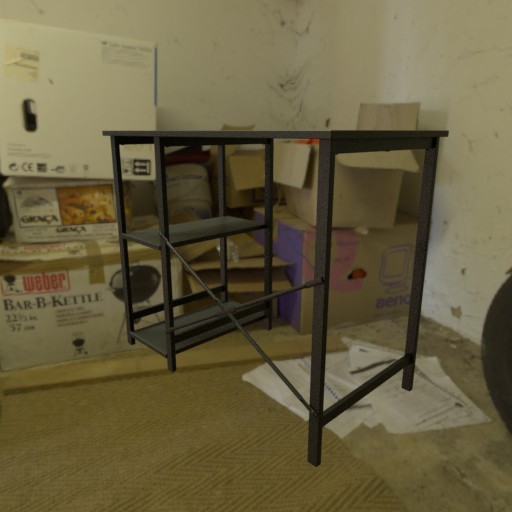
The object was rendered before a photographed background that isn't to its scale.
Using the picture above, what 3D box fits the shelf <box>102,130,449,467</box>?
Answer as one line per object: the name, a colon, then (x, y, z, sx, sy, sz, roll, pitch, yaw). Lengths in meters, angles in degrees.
shelf: (0.000, 0.000, 1.376, 0.498, 0.749, 0.902, -15, 21, -42)
